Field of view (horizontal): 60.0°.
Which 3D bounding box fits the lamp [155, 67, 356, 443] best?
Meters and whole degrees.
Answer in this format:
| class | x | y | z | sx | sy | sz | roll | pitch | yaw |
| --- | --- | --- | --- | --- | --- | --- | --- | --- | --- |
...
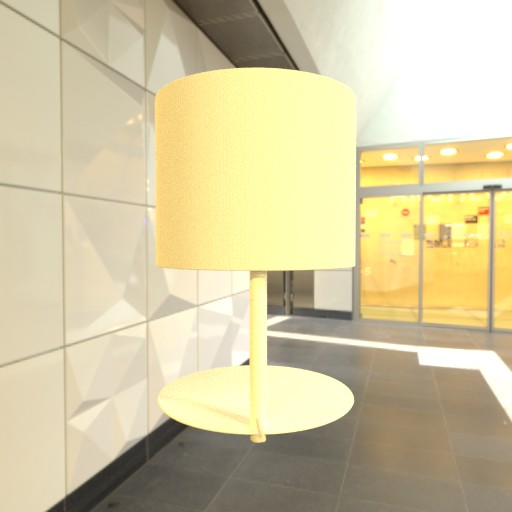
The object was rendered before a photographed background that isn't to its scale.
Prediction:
| class | x | y | z | sx | sy | sz | roll | pitch | yaw |
| --- | --- | --- | --- | --- | --- | --- | --- | --- | --- |
| lamp | 0.000 | 0.000 | 0.663 | 0.299 | 0.454 | 0.341 | 0 | 2 | -1 |
